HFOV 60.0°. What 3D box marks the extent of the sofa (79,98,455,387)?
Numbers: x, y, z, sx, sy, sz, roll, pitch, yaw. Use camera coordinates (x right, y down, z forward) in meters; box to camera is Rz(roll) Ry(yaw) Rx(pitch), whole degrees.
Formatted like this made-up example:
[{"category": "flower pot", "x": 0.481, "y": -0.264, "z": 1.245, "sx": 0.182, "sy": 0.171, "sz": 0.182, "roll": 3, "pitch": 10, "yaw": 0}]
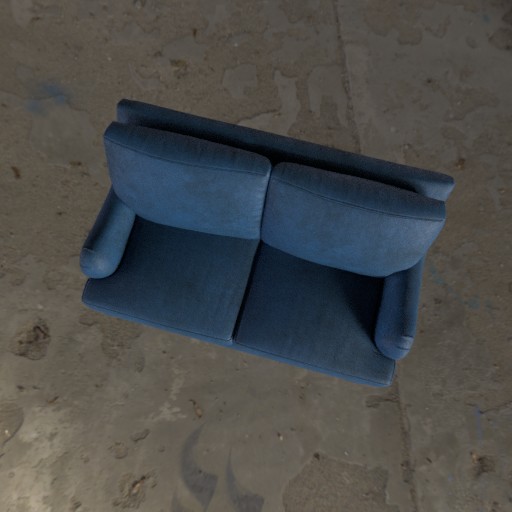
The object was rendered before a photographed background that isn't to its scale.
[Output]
[{"category": "sofa", "x": 0.000, "y": 0.000, "z": 2.576, "sx": 1.853, "sy": 1.101, "sz": 1.084, "roll": 14, "pitch": 76, "yaw": 4}]
